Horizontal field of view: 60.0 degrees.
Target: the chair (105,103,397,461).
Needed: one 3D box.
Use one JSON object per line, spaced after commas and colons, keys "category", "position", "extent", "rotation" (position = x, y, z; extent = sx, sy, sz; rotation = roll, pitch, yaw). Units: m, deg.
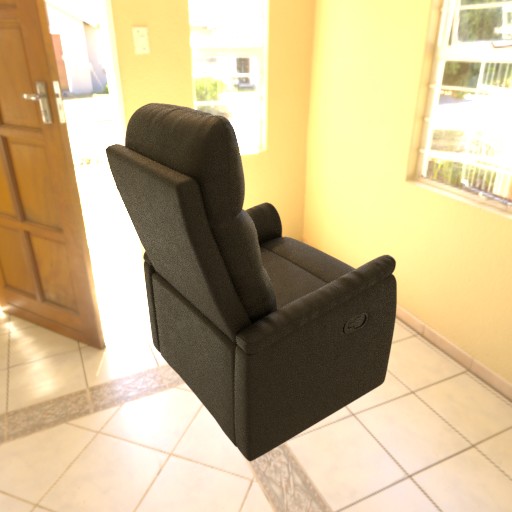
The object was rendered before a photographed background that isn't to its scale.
{"category": "chair", "position": [0.000, 0.000, 1.627], "extent": [0.831, 1.082, 0.775], "rotation": [-17, 30, -31]}
